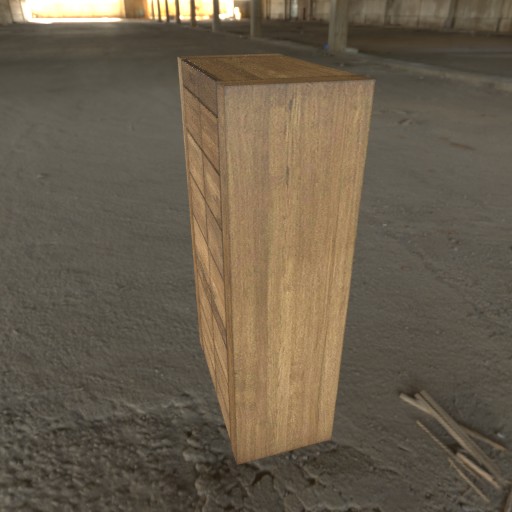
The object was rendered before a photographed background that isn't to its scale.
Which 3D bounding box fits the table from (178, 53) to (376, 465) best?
[{"bbox_3d":[0.000,0.000,2.519,0.600,2.000,1.100,-8,30,-15],"label":"table"}]
